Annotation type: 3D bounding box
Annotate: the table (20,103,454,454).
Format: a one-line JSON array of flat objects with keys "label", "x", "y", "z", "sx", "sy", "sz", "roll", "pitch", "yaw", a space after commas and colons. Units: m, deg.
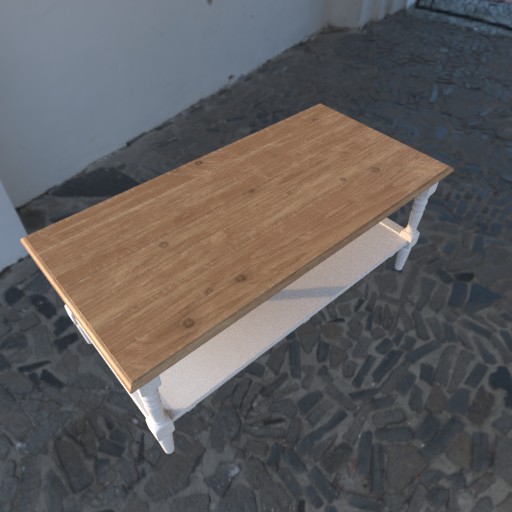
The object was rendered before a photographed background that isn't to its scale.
[{"label": "table", "x": 0.000, "y": 0.000, "z": 1.399, "sx": 1.118, "sy": 0.458, "sz": 0.559, "roll": -32, "pitch": 53, "yaw": -27}]
